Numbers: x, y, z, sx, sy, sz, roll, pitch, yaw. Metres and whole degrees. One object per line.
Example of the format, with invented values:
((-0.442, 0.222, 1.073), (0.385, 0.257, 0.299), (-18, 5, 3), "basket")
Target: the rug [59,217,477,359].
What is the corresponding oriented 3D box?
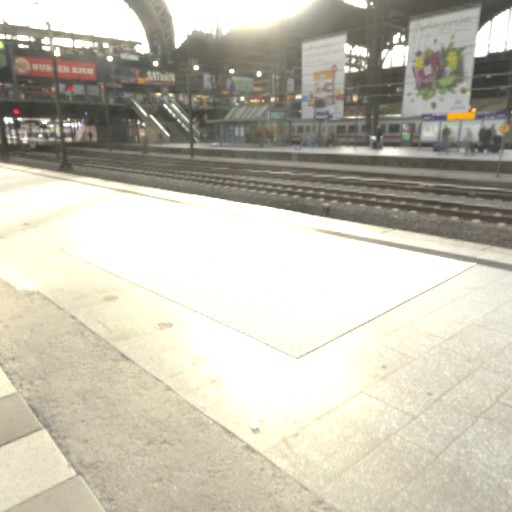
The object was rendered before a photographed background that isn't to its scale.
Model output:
((0.000, 0.000, 3.877), (2.277, 0.035, 2.897), (-15, 21, -42), "rug")
